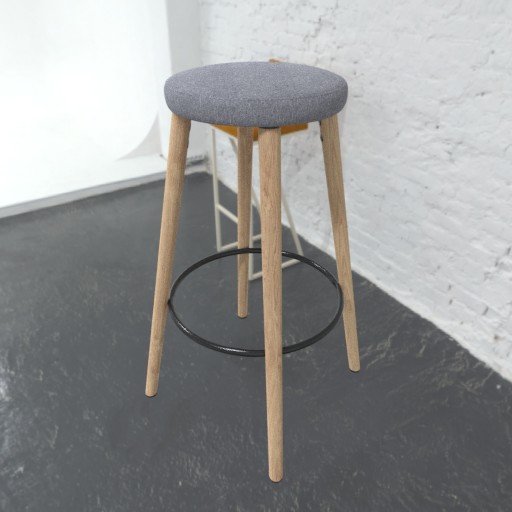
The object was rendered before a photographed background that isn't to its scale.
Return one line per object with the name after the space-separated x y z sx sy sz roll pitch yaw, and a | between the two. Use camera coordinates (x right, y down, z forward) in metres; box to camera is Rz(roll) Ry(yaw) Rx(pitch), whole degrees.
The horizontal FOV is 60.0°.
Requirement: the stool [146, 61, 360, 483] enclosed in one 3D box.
0.000 0.000 0.964 0.410 0.770 0.410 21 37 30 | stool
